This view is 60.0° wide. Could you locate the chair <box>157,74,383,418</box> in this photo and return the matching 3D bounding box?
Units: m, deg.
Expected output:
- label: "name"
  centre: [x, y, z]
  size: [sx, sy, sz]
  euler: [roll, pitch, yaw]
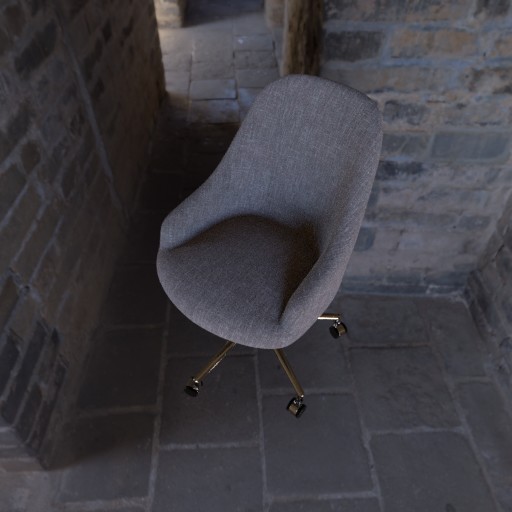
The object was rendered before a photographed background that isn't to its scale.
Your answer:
- label: "chair"
  centre: [0.000, 0.000, 1.462]
  size: [0.671, 0.950, 0.712]
  euler: [31, 53, 27]
